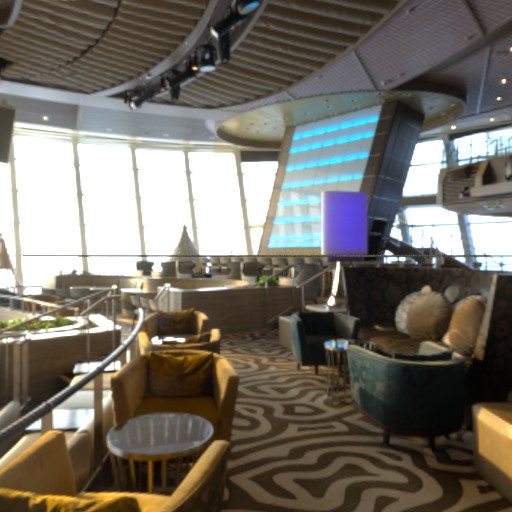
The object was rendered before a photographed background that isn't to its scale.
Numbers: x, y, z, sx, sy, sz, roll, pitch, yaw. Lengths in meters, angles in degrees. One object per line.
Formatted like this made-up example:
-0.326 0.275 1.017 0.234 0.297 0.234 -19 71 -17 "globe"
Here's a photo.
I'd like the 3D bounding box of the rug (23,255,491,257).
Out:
0.000 0.000 4.393 3.353 0.013 2.438 0 0 -1 "rug"
